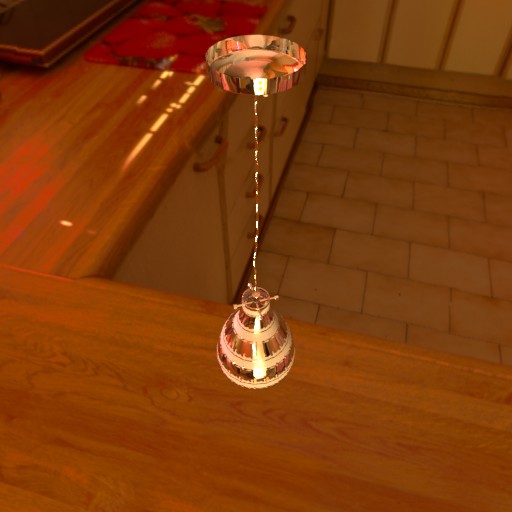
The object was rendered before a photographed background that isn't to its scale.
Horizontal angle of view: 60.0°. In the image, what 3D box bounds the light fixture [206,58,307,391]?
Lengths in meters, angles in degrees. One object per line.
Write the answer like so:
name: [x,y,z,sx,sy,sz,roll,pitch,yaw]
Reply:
light fixture: [0.000,0.000,1.622,0.374,1.457,0.374,-11,49,-10]
